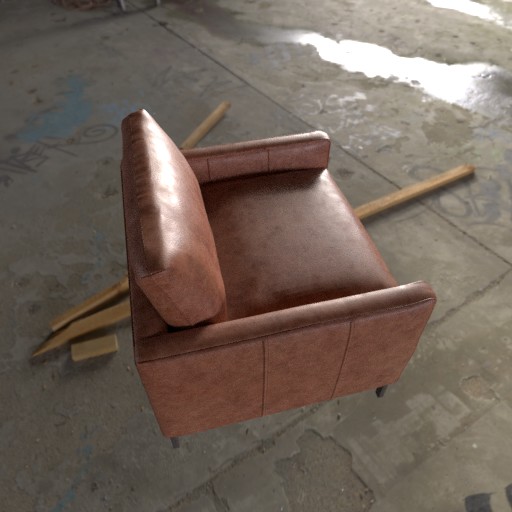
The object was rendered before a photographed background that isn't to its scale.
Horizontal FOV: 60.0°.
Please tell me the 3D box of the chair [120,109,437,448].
[{"bbox_3d":[0.000,0.000,1.618,0.862,0.869,0.967,-10,47,-10],"label":"chair"}]
